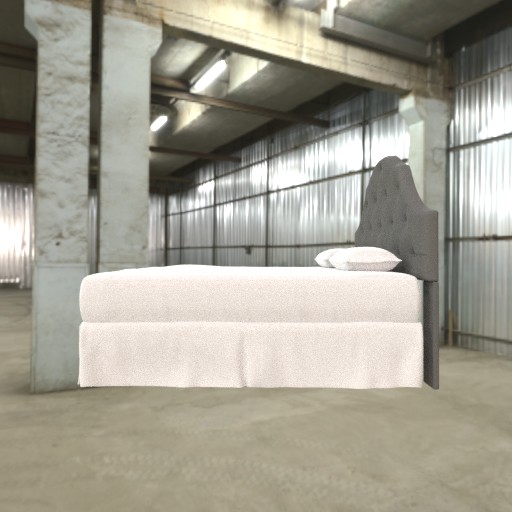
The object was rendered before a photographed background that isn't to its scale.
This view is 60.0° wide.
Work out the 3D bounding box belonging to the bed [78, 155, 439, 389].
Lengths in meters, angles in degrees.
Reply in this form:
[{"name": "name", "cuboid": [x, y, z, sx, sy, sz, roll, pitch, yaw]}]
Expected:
[{"name": "bed", "cuboid": [0.000, 0.000, 3.644, 2.214, 1.615, 2.008, 0, 0, 0]}]
